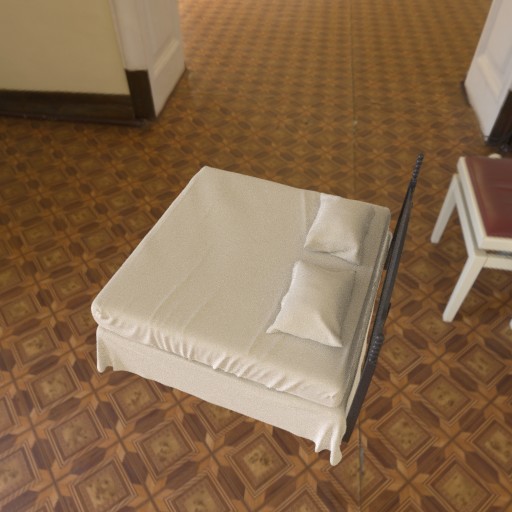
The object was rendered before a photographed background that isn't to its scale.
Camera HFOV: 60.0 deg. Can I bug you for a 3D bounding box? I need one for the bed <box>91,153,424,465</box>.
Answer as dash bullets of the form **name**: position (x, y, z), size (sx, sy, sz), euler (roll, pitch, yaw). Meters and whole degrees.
- **bed**: position (0.000, 0.000, 3.708), size (2.219, 1.355, 2.322), euler (15, 48, 15)
